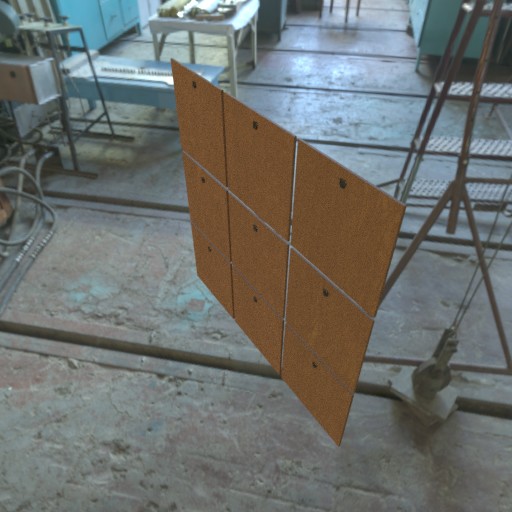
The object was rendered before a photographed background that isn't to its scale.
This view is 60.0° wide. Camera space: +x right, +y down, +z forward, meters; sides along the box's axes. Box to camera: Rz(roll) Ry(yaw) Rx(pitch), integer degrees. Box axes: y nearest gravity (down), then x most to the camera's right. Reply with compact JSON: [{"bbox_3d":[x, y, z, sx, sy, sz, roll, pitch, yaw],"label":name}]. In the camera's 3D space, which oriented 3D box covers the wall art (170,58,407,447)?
[{"bbox_3d":[0.000,0.000,2.256,0.023,1.522,1.526,-24,47,-25],"label":"wall art"}]
